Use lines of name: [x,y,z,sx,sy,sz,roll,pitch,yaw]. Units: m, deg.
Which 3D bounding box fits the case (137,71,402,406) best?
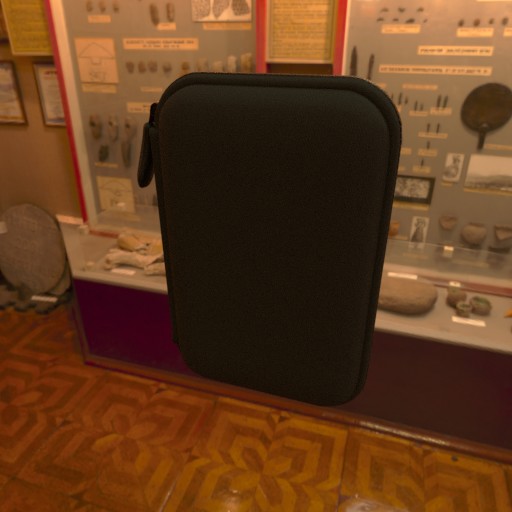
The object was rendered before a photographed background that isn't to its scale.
case: [0.000,0.000,0.192,0.107,0.147,0.030,9,28,17]
